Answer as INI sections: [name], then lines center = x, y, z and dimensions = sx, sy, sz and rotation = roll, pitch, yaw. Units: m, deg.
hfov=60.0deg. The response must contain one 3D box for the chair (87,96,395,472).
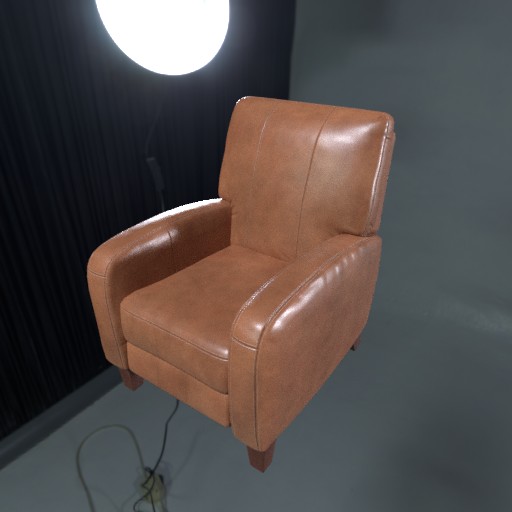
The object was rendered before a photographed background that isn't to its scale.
[chair]
center = 0.000, 0.000, 1.647
dimensions = 0.762, 0.990, 0.990
rotation = 19, 34, 30
